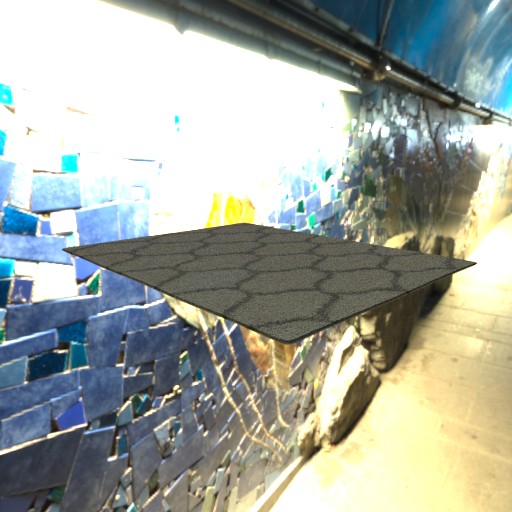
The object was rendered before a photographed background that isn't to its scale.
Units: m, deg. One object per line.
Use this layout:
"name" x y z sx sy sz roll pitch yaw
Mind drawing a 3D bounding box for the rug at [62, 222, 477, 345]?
"rug" 0.000 0.000 4.044 2.399 0.026 3.000 -12 18 -42
